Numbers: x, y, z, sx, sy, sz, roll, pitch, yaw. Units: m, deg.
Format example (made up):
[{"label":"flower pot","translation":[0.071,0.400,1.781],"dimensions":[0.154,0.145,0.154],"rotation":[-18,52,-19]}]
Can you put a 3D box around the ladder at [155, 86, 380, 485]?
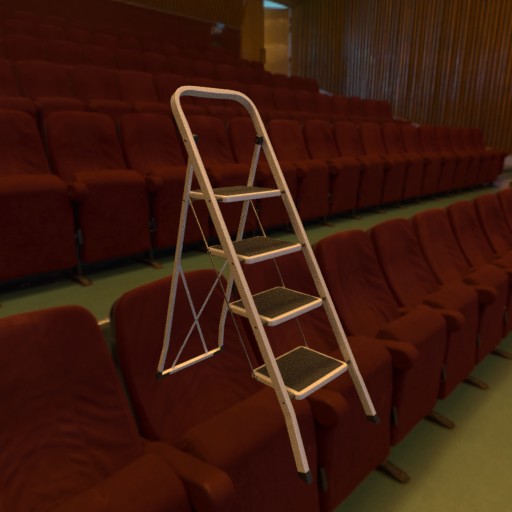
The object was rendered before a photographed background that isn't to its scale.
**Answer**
[{"label":"ladder","translation":[0.000,0.000,1.727],"dimensions":[0.914,1.265,0.460],"rotation":[14,20,42]}]
